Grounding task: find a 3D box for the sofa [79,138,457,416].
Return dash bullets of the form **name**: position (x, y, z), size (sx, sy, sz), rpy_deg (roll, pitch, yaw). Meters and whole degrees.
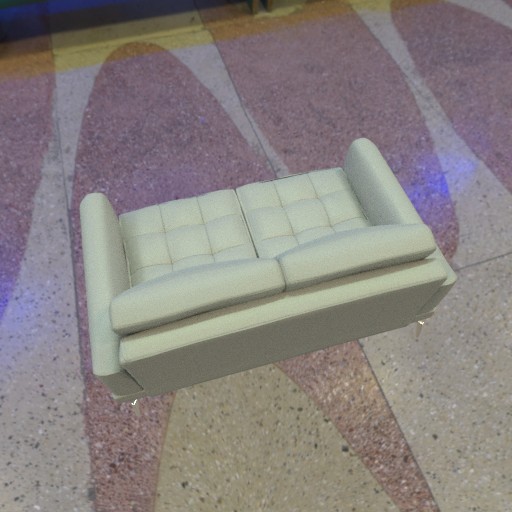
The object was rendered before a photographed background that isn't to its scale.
- **sofa**: position (0.000, 0.000, 2.458), size (1.819, 0.930, 1.121), rpy_deg (-13, 58, -9)
